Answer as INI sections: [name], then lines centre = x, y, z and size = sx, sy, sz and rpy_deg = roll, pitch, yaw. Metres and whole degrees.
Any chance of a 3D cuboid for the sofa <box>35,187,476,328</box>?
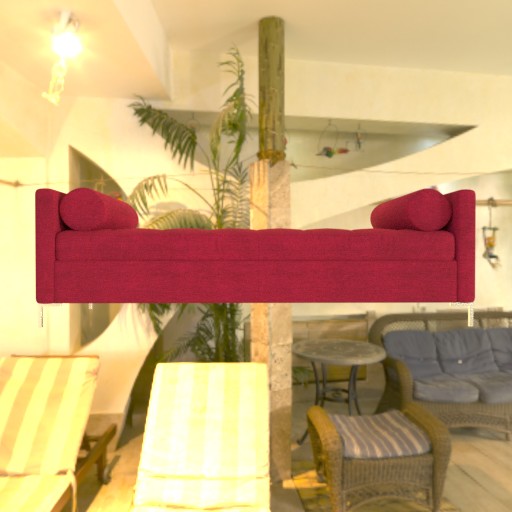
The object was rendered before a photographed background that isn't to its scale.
[sofa]
centre = 0.000, 0.000, 2.323
size = 1.981, 0.635, 0.686
rpy_deg = 0, 1, -1
